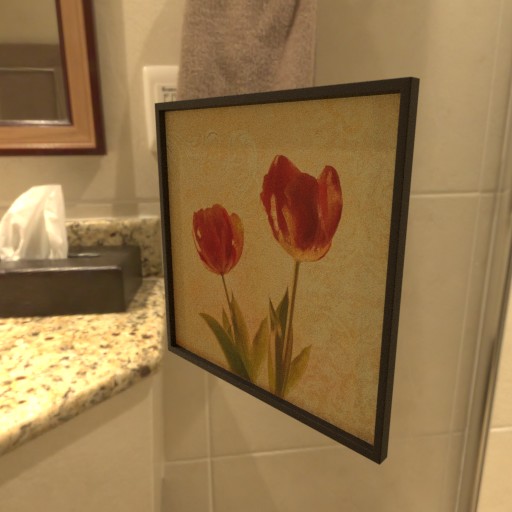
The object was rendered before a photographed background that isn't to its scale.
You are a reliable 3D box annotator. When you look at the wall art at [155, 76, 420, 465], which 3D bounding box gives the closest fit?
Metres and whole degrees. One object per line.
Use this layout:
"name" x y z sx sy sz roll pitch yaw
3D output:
"wall art" 0.000 0.000 1.168 0.805 0.807 0.043 14 20 42
